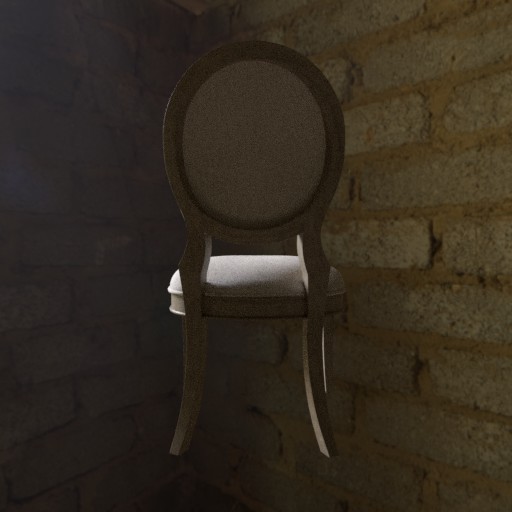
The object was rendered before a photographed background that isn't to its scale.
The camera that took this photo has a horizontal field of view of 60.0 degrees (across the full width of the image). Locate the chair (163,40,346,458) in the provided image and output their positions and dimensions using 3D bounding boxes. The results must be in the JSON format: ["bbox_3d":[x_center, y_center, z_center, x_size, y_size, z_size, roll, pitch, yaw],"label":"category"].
[{"bbox_3d":[0.000,0.000,1.294,0.558,0.990,0.602,0,1,2],"label":"chair"}]
